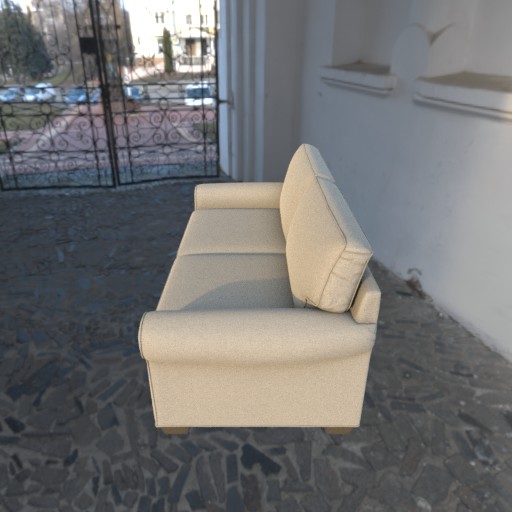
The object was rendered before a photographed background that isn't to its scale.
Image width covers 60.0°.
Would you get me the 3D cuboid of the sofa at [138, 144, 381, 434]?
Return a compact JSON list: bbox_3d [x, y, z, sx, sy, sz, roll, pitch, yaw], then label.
[{"bbox_3d":[0.000,0.000,2.537,0.940,0.952,1.930,0,26,0],"label":"sofa"}]
